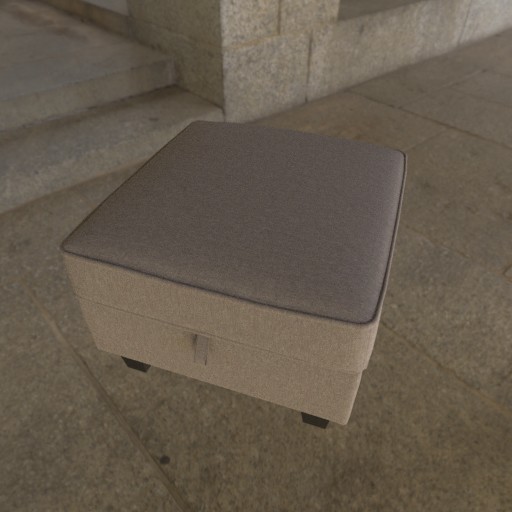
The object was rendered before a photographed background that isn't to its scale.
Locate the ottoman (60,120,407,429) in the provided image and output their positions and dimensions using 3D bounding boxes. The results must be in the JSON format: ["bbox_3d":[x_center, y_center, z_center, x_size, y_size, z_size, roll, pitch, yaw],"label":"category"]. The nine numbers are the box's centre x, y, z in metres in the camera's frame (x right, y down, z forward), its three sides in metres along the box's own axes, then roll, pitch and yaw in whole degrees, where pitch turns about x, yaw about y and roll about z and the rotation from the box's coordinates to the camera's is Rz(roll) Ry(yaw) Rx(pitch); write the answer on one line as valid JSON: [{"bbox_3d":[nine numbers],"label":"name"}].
[{"bbox_3d":[0.000,0.000,1.422,0.808,0.612,0.871,13,42,14],"label":"ottoman"}]
